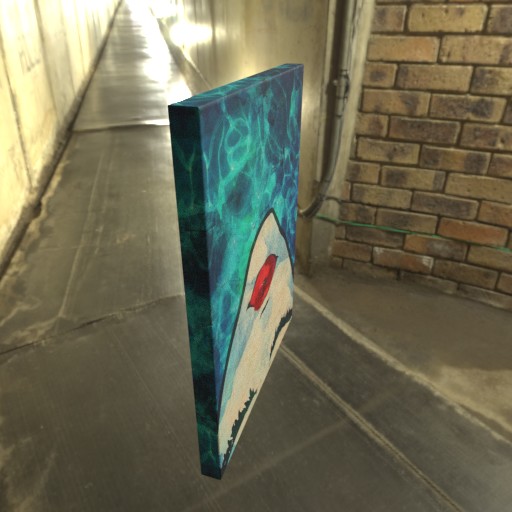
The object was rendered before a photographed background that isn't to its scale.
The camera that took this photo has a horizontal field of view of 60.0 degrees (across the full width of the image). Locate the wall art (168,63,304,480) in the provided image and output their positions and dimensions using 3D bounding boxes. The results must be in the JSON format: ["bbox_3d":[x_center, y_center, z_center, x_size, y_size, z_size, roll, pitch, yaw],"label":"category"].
[{"bbox_3d":[0.000,0.000,0.848,0.038,0.635,0.508,9,30,16],"label":"wall art"}]
